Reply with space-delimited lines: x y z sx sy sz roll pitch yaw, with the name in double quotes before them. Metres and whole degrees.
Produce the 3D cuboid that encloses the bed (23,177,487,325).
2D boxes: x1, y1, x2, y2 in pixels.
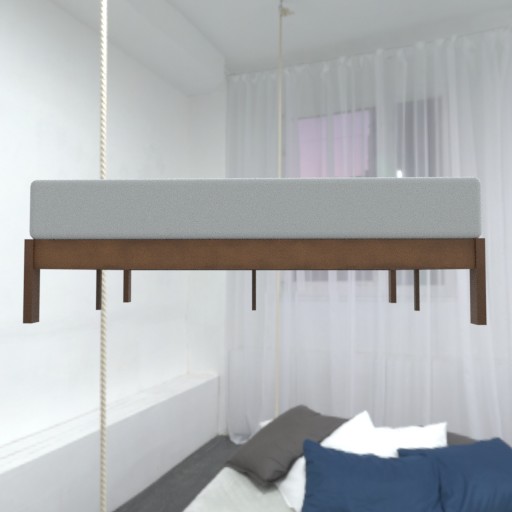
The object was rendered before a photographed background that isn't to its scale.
"bed" 0.000 0.000 2.524 1.927 0.616 1.348 0 -2 2
